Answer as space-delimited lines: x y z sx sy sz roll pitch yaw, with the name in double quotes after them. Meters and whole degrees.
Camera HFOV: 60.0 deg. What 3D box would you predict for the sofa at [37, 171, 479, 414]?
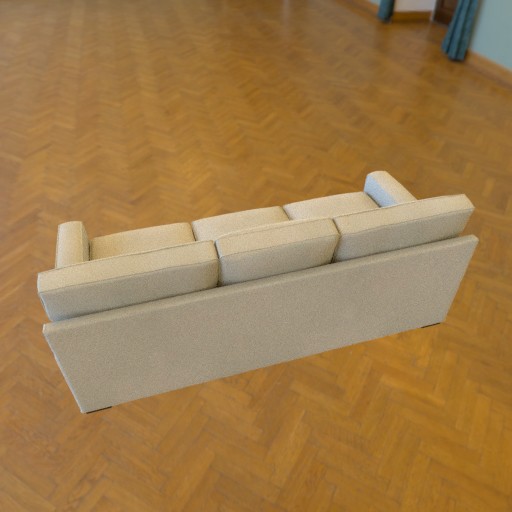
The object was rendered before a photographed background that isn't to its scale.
0.000 0.000 2.500 2.088 0.862 0.935 -11 43 -12 "sofa"
